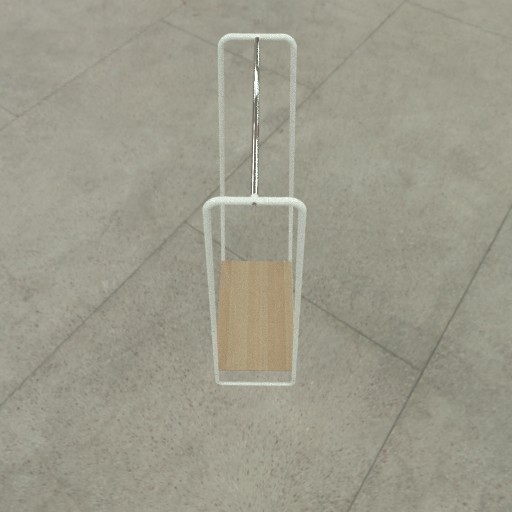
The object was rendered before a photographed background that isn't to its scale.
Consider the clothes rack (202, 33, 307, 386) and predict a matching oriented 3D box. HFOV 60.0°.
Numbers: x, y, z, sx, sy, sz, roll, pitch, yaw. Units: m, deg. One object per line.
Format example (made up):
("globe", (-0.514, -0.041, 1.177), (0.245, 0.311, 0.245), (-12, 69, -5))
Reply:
("clothes rack", (0.000, 0.000, 1.788), (0.400, 1.500, 0.640), (1, 59, 0))
